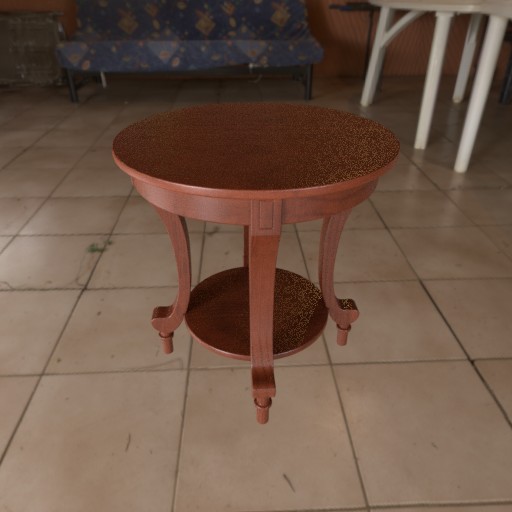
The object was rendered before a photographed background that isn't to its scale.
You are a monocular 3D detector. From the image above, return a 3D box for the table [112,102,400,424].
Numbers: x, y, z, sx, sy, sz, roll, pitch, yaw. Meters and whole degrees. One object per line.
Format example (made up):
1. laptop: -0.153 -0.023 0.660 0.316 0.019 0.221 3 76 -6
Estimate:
1. table: 0.000 0.000 1.109 0.597 0.612 0.597 0 32 0
